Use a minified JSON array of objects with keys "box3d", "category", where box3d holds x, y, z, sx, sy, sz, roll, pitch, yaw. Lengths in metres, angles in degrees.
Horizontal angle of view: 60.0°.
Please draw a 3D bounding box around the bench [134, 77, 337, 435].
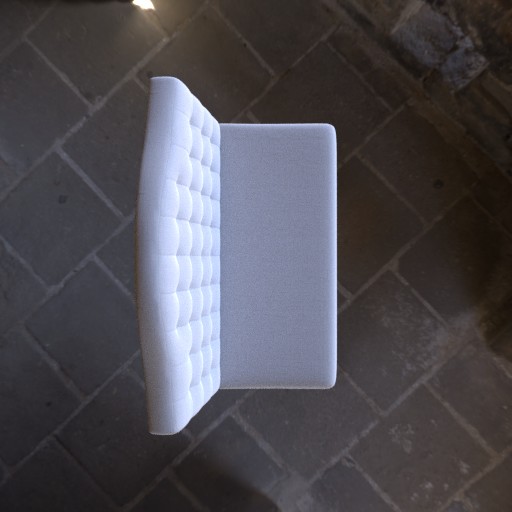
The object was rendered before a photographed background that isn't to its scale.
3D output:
[{"box3d":[0.000,0.000,2.071,0.815,1.180,1.335,0,90,1],"category":"bench"}]
